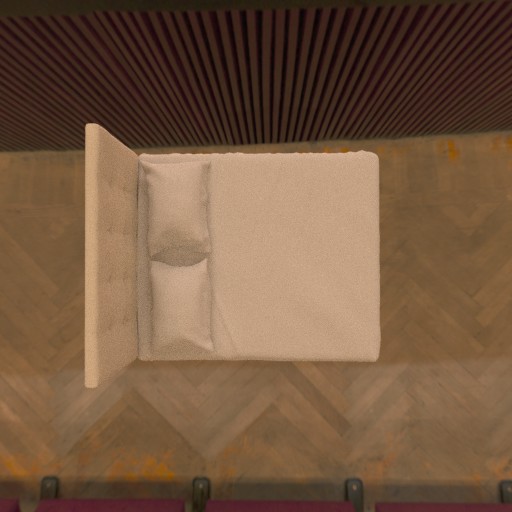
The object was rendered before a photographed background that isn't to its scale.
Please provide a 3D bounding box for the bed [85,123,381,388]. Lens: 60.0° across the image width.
[{"bbox_3d":[0.000,0.000,3.455,2.222,1.577,1.936,0,90,2],"label":"bed"}]
